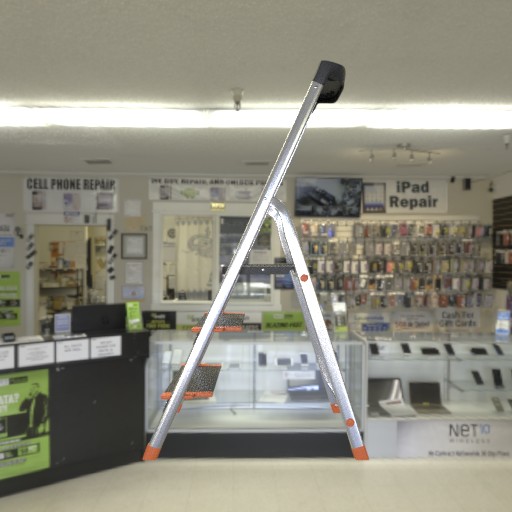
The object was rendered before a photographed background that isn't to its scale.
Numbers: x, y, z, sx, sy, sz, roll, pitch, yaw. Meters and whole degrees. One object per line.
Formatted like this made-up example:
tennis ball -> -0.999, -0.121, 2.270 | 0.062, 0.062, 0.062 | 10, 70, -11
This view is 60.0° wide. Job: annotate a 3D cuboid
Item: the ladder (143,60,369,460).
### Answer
ladder -> 0.000, 0.000, 1.536 | 0.686, 1.229, 0.416 | 0, 1, 0
